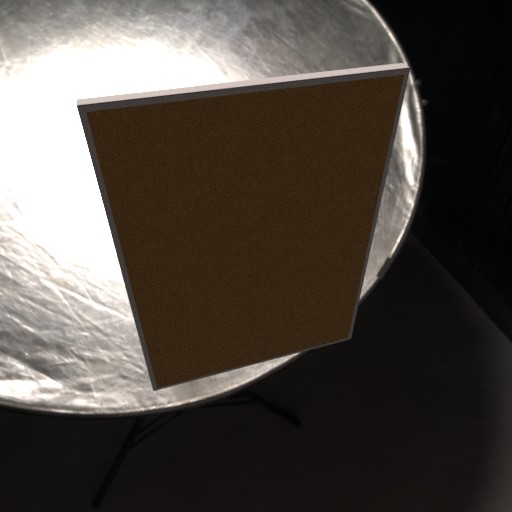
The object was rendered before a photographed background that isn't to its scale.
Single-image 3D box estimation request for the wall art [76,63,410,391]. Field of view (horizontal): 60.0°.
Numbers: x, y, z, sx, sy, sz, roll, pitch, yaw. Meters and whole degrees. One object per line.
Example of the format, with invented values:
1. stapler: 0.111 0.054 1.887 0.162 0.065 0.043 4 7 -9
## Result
1. wall art: 0.000 0.000 1.577 0.914 1.221 0.046 -12 42 -13
